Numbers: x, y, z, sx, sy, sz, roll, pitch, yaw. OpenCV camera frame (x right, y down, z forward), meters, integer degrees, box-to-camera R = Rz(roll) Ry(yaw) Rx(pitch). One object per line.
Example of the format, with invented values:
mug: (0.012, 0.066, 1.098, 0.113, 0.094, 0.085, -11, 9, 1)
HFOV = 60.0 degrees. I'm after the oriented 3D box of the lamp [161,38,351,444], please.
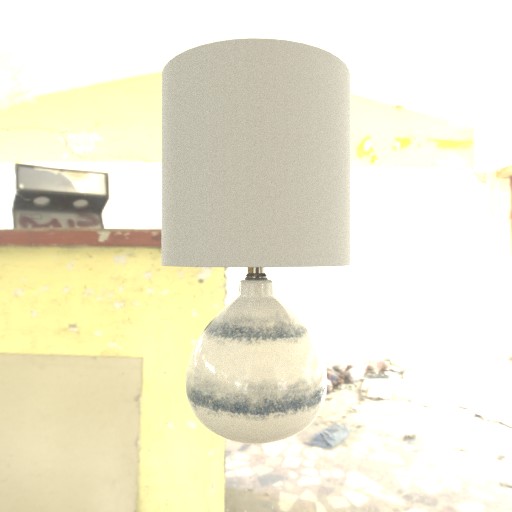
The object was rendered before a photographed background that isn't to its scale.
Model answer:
lamp: (0.000, 0.000, 0.518, 0.216, 0.404, 0.216, 0, 0, 18)
